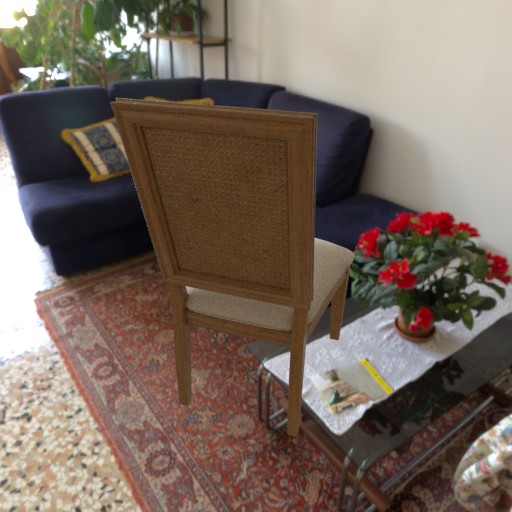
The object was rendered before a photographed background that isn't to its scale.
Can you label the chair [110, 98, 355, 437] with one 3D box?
[{"bbox_3d":[0.000,0.000,1.324,0.536,0.988,0.601,10,32,16],"label":"chair"}]
